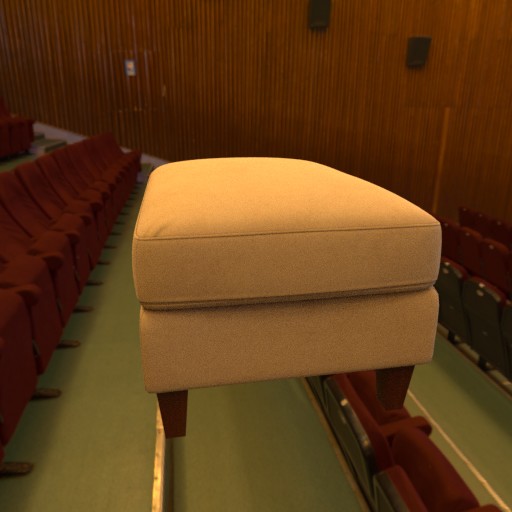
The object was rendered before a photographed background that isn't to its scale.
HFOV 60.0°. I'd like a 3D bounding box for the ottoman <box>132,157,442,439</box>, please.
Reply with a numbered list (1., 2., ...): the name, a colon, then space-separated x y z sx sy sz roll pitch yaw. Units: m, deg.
1. ottoman: 0.000 0.000 1.207 0.584 0.483 0.864 -3 19 -10
